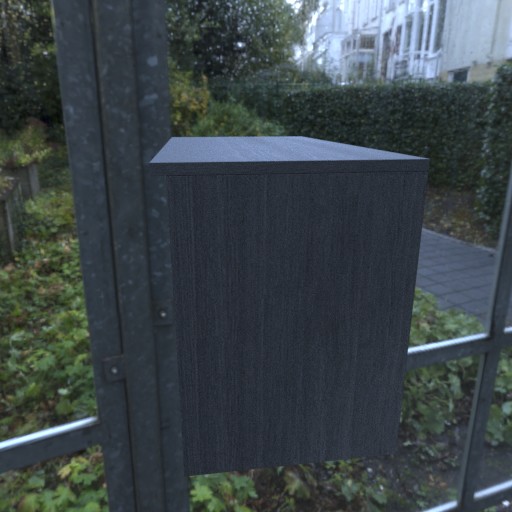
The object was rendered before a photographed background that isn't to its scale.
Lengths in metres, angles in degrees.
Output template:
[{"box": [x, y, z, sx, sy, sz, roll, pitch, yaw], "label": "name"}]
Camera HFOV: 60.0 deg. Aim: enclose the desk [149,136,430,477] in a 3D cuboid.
[{"box": [0.000, 0.000, 1.490, 0.557, 0.729, 1.099, -2, 18, -8], "label": "desk"}]
